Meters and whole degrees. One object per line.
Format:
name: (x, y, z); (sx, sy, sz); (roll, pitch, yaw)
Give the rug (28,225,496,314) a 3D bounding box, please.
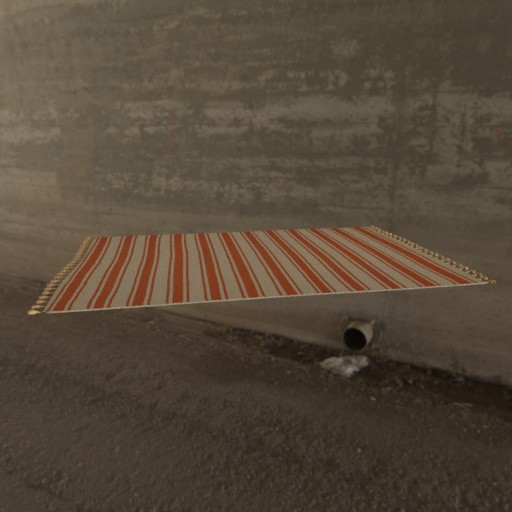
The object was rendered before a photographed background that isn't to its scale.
rug: (0.000, 0.000, 2.962); (2.433, 0.022, 1.556); (-3, 16, -10)
